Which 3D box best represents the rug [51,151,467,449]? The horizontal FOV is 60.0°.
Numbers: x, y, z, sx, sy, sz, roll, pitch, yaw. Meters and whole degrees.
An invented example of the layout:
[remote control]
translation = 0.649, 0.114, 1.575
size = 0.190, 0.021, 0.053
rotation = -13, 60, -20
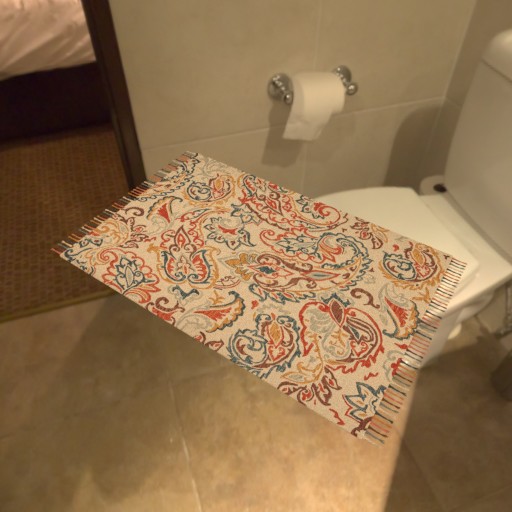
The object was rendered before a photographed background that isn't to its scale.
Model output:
[rug]
translation = 0.000, 0.000, 2.470
size = 1.997, 0.010, 1.218
rotation = 26, 52, 22
